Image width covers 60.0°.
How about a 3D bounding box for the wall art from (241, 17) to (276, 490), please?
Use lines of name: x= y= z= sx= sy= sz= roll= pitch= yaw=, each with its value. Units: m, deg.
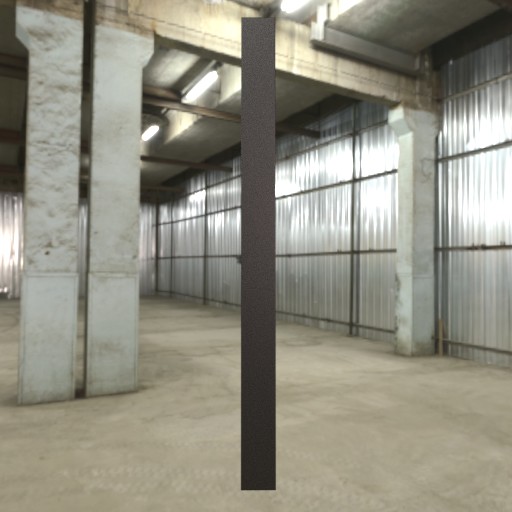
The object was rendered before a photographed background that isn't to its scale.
wall art: x=0.000 y=0.000 z=0.519 sx=0.028 sy=0.380 sz=0.325 roll=0 pitch=-2 yaw=-1
